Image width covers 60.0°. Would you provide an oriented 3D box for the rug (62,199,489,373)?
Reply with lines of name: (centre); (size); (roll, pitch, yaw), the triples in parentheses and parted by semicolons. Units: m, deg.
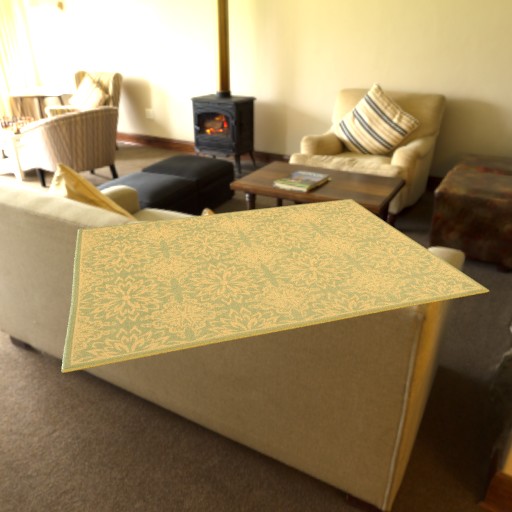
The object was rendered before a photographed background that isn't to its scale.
rug: (0.000, 0.000, 2.830); (2.205, 0.014, 1.589); (-8, 28, -15)
